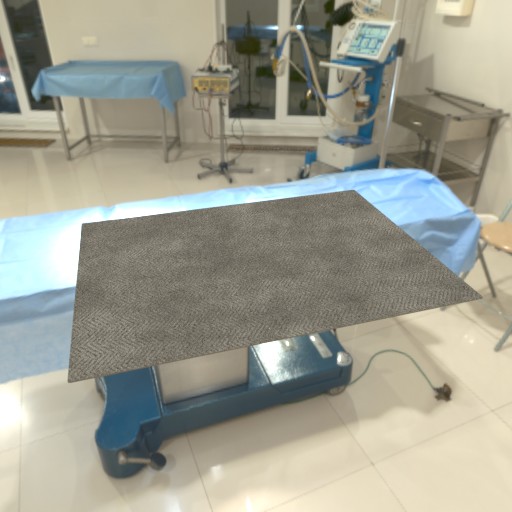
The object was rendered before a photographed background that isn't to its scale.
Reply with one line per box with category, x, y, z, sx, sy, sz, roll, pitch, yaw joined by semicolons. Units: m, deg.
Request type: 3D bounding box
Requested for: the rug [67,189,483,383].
rug;0.000;0.000;2.911;2.235;0.008;1.600;-9;33;-14
